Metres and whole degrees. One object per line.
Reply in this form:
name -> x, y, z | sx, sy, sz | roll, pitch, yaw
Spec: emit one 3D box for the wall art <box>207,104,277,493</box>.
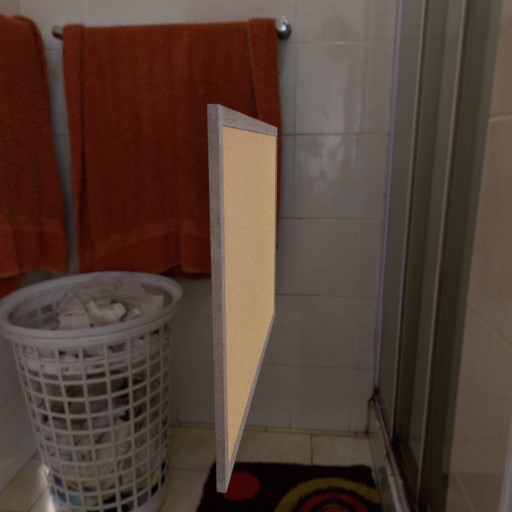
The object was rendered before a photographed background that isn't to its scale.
wall art -> 0.000, 0.000, 1.324 | 0.019, 0.774, 1.012 | 2, 14, 8
